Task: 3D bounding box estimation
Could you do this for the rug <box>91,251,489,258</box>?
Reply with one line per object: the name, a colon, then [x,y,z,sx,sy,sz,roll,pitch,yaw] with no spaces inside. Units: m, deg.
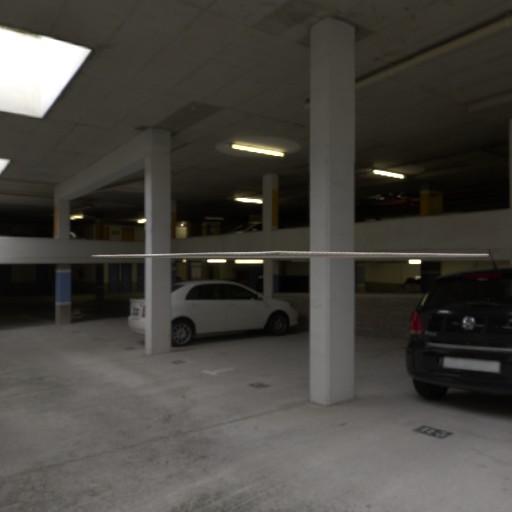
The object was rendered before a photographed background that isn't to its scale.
rug: [0.000,0.000,3.104,1.575,0.023,2.459,0,0,-36]
